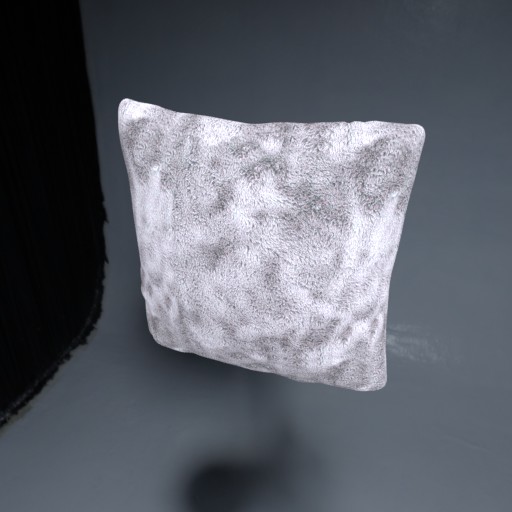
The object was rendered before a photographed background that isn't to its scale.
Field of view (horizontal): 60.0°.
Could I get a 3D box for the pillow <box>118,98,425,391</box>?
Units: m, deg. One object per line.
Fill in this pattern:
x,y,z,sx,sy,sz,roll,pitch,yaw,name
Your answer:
0.000,0.000,0.808,0.522,0.520,0.204,9,29,16,pillow
